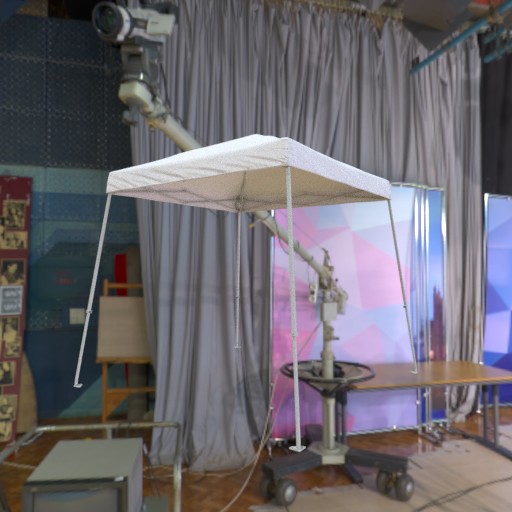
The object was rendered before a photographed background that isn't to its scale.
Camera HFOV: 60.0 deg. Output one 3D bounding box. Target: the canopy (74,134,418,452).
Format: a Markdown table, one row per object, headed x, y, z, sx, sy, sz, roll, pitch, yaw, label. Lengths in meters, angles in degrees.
| x | y | z | sx | sy | sz | roll | pitch | yaw | label |
| --- | --- | --- | --- | --- | --- | --- | --- | --- | --- |
| 0.000 | 0.000 | 5.164 | 2.850 | 2.850 | 2.849 | -1 | -1 | 36 | canopy |
